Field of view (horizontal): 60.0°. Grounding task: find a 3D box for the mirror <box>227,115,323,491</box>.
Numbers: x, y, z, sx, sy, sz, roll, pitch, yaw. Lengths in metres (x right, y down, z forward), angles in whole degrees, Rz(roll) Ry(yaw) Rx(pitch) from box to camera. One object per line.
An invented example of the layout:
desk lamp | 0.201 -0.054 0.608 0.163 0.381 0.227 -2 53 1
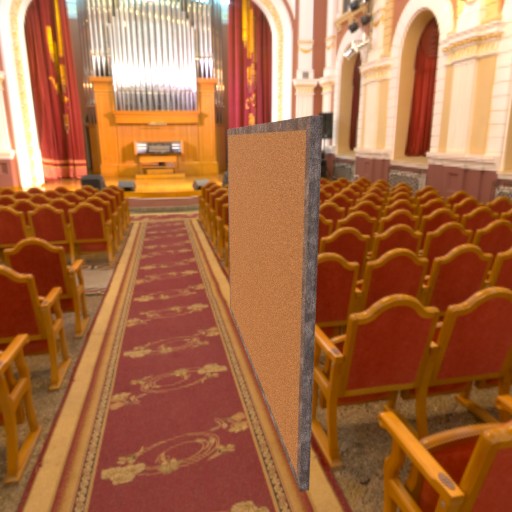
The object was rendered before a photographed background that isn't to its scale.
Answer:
mirror | 0.000 0.000 1.406 0.022 0.795 1.101 -3 15 -11
